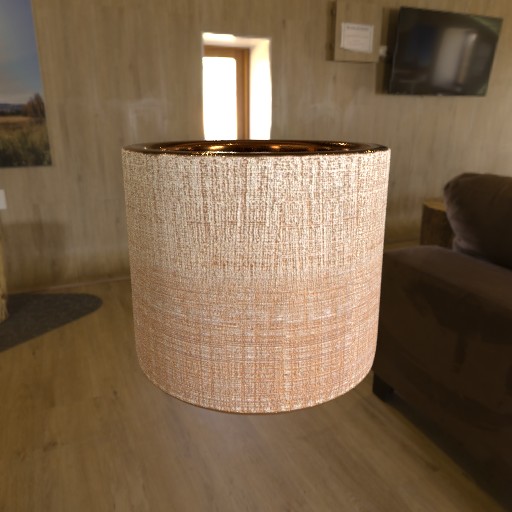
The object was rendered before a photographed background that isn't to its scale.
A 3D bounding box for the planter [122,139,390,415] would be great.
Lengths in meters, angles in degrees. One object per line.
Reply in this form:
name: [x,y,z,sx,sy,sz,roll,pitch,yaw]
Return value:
planter: [0.000,0.000,0.321,0.177,0.157,0.177,0,17,0]
